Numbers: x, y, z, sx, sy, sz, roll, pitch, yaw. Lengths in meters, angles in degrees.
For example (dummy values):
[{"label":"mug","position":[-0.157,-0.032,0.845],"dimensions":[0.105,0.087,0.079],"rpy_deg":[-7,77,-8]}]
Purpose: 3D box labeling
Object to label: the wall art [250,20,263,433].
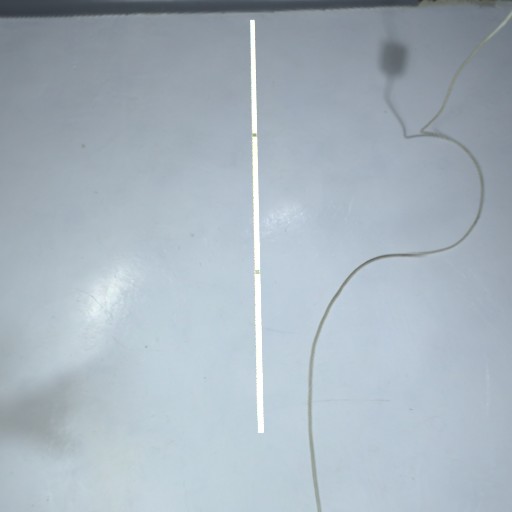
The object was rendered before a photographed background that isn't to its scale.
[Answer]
[{"label":"wall art","position":[0.000,0.000,1.828],"dimensions":[0.013,1.219,1.214],"rpy_deg":[-1,75,0]}]
